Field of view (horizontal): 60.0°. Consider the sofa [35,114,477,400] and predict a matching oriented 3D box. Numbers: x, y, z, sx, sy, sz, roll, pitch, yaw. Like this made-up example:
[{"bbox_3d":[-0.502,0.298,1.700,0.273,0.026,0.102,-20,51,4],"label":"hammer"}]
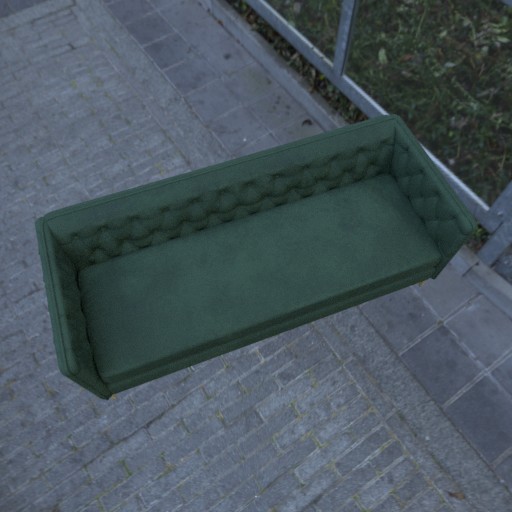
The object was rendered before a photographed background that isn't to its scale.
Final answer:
[{"bbox_3d":[0.000,0.000,2.631,2.209,0.771,0.895,-18,63,-10],"label":"sofa"}]
